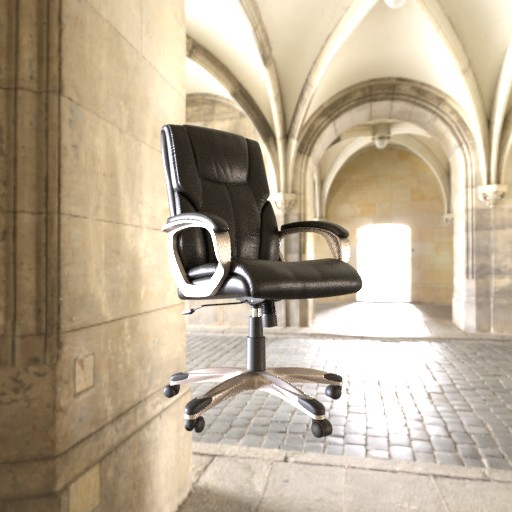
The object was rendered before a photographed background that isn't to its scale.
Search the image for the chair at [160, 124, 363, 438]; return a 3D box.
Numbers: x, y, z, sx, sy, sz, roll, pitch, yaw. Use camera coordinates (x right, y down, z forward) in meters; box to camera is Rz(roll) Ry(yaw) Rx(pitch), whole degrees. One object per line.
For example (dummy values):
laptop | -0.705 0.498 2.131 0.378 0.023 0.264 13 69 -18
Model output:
chair | 0.000 0.000 1.701 0.700 1.145 0.780 1 -1 -35
